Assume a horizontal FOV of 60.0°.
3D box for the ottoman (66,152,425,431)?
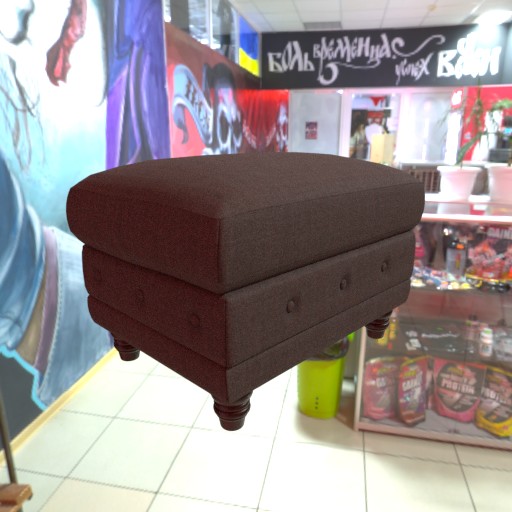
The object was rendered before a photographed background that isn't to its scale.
[{"bbox_3d":[0.000,0.000,1.237,0.599,0.555,0.809,15,22,42],"label":"ottoman"}]
